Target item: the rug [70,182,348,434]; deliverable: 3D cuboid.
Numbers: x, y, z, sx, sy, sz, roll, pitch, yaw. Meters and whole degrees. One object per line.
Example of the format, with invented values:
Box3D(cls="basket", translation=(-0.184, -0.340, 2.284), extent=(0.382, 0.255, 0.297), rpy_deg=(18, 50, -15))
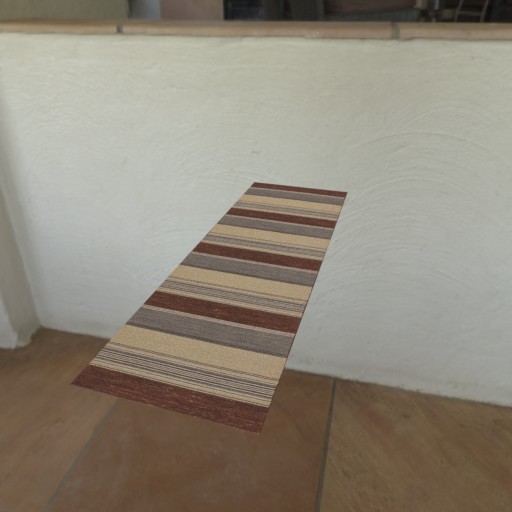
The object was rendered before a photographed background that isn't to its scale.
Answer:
Box3D(cls="rug", translation=(0.000, 0.000, 2.678), extent=(0.792, 0.006, 2.437), rpy_deg=(9, 31, 15))
